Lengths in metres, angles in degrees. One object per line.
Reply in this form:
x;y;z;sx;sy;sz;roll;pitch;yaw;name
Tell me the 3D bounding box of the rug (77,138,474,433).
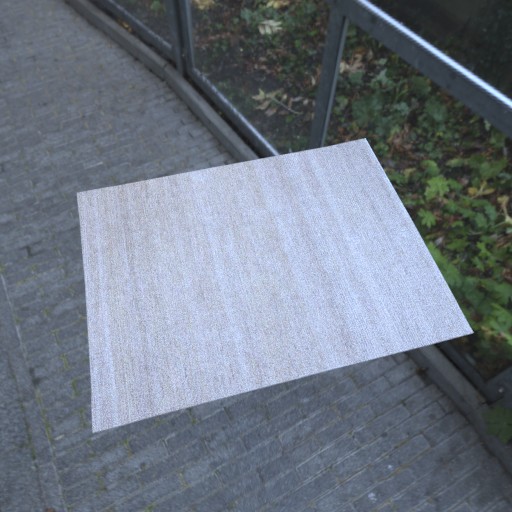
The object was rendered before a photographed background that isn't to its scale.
0.000;0.000;4.220;3.245;0.046;2.467;-12;58;-8;rug
